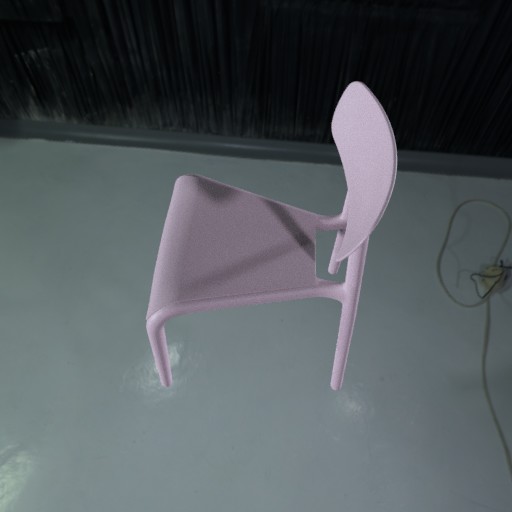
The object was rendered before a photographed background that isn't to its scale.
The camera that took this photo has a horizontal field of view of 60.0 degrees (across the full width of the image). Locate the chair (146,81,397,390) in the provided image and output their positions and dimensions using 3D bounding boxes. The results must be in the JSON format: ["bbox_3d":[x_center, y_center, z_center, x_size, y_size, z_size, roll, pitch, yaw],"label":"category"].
[{"bbox_3d":[0.000,0.000,0.828,0.401,0.580,0.356,3,58,2],"label":"chair"}]
